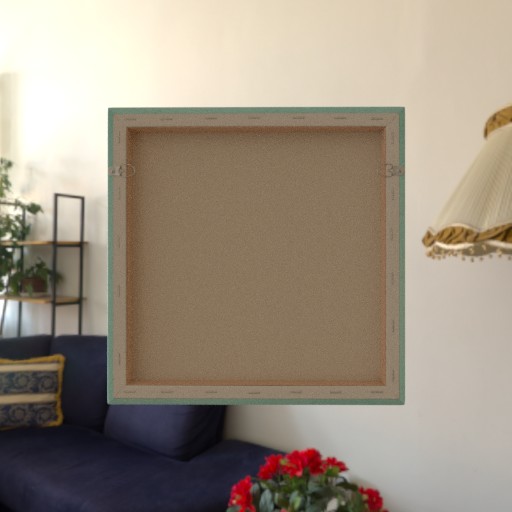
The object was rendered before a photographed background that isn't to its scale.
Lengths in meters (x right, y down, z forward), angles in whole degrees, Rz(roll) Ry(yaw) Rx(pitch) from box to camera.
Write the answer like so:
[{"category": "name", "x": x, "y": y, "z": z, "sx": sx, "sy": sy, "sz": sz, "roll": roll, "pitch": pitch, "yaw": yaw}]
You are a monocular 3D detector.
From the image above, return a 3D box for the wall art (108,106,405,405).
[{"category": "wall art", "x": 0.000, "y": 0.000, "z": 1.156, "sx": 0.765, "sy": 0.766, "sz": 0.054, "roll": 0, "pitch": 0, "yaw": 0}]
